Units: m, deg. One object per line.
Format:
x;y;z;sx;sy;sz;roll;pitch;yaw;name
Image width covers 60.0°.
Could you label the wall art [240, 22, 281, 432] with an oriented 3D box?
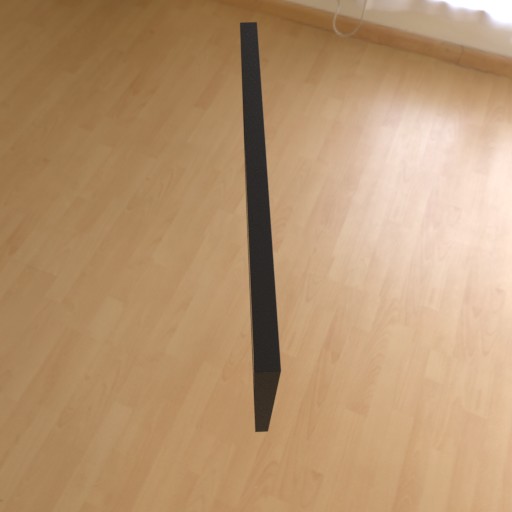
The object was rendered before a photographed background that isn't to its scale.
0.000;0.000;0.455;0.015;0.304;0.306;-2;62;-1;wall art
